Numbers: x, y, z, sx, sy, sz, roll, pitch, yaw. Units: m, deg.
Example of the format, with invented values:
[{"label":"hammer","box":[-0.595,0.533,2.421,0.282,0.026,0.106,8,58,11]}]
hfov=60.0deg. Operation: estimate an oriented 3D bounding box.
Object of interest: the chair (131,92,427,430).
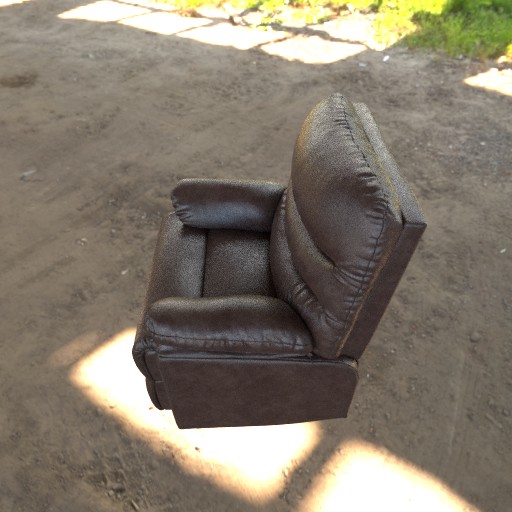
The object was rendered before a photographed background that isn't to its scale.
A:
[{"label":"chair","box":[0.000,0.000,1.723,0.879,1.041,0.940,-1,41,-1]}]
